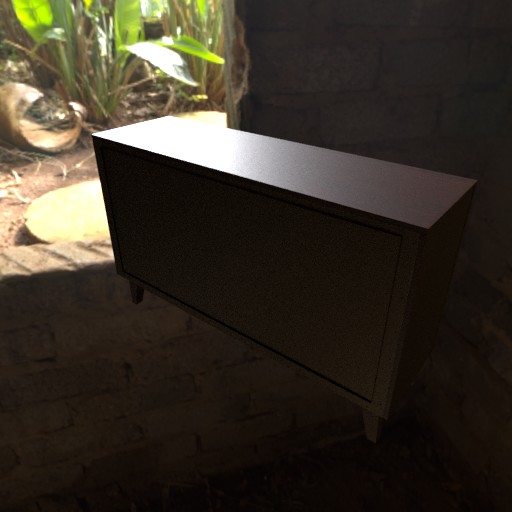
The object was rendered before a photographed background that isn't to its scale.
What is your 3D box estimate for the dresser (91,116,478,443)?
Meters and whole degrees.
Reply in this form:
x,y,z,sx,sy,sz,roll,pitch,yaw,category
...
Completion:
x,y,z,sx,sy,sz,roll,pitch,yaw,category
0.000,0.000,2.073,1.609,0.971,0.499,22,36,33,dresser
